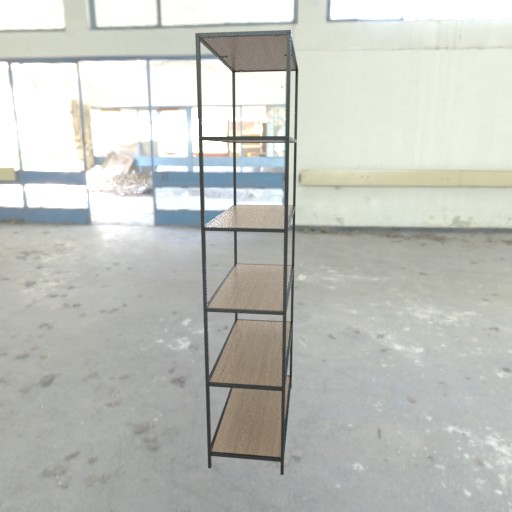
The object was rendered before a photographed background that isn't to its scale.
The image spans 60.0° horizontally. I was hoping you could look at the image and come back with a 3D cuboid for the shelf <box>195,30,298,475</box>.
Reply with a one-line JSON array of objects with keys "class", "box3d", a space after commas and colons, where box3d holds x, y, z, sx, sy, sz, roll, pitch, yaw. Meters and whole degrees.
[{"class": "shelf", "box3d": [0.000, 0.000, 2.187, 0.350, 1.850, 0.770, 2, 14, 7]}]
